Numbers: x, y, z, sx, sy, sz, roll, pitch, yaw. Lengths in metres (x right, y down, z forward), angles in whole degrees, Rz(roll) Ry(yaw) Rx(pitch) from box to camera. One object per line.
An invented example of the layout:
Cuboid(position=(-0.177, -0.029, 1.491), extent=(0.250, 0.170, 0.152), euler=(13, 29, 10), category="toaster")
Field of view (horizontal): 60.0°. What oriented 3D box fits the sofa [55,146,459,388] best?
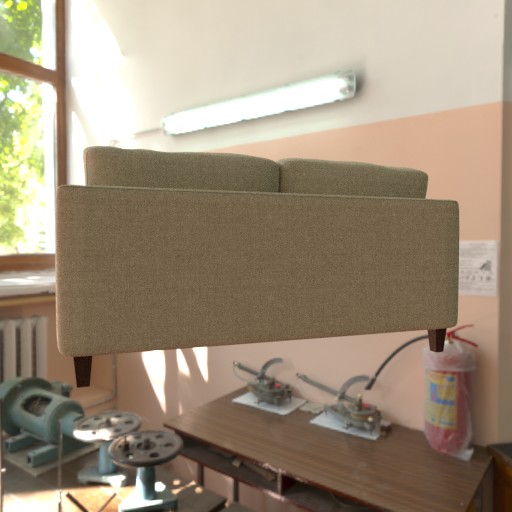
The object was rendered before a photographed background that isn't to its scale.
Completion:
Cuboid(position=(0.000, 0.000, 2.361), extent=(1.884, 0.963, 0.950), euler=(-1, 2, -19), category="sofa")
